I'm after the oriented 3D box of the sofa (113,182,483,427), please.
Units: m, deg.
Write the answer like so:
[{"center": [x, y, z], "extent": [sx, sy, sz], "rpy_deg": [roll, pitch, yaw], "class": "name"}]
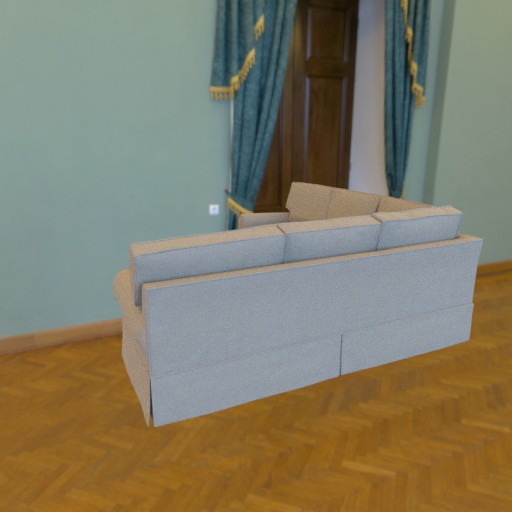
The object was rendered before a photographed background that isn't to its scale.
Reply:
[{"center": [0.000, 0.000, 4.196], "extent": [2.733, 1.124, 2.730], "rpy_deg": [-7, 17, -24], "class": "sofa"}]
